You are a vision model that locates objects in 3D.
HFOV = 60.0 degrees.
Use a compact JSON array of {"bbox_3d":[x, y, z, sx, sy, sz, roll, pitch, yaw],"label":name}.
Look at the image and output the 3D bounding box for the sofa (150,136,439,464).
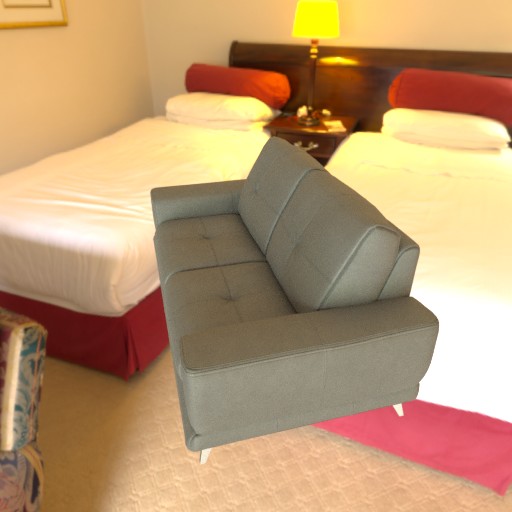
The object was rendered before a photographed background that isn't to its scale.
[{"bbox_3d":[0.000,0.000,2.359,1.018,0.907,1.806,-8,31,-13],"label":"sofa"}]
